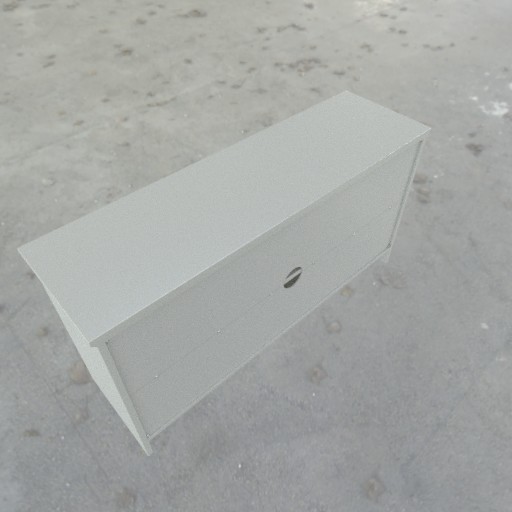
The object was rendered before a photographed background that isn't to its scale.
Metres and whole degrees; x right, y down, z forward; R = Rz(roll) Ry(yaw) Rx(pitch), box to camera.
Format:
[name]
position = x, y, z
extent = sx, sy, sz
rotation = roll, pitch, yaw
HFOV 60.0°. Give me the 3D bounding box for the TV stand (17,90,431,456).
[TV stand]
position = 0.000, 0.000, 1.415
extent = 1.167, 0.603, 0.344
rotation = -33, 54, -28
